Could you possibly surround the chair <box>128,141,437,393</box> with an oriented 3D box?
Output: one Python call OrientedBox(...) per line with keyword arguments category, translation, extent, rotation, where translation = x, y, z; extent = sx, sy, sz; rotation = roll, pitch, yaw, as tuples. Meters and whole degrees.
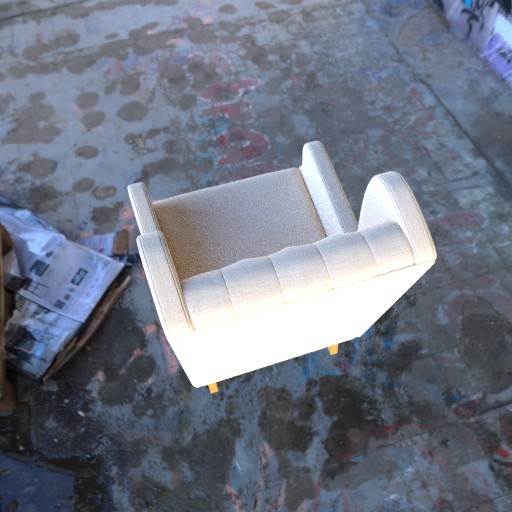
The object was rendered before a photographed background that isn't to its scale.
OrientedBox(category="chair", translation=(0.000, 0.000, 1.490), extent=(0.710, 0.930, 0.760), rotation=(-15, 60, -9))
